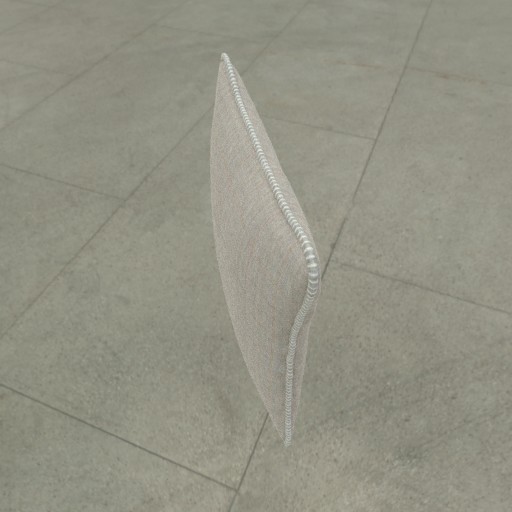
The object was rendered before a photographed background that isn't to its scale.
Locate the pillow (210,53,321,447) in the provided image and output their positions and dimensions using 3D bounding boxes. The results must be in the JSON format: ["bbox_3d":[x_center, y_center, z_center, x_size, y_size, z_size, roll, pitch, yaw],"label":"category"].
[{"bbox_3d":[0.000,0.000,0.739,0.124,0.494,0.485,-10,49,-9],"label":"pillow"}]
